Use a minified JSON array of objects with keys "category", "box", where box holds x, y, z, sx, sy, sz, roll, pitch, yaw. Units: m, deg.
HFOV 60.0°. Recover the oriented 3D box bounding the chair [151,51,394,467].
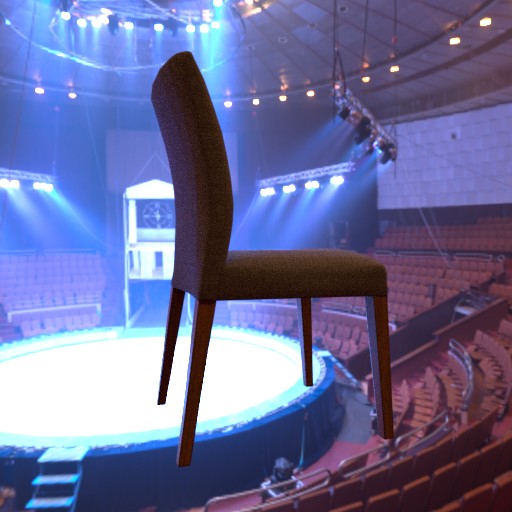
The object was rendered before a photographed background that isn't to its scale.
[{"category":"chair","box":[0.000,0.000,1.281,0.585,0.940,0.496,0,1,-19]}]
